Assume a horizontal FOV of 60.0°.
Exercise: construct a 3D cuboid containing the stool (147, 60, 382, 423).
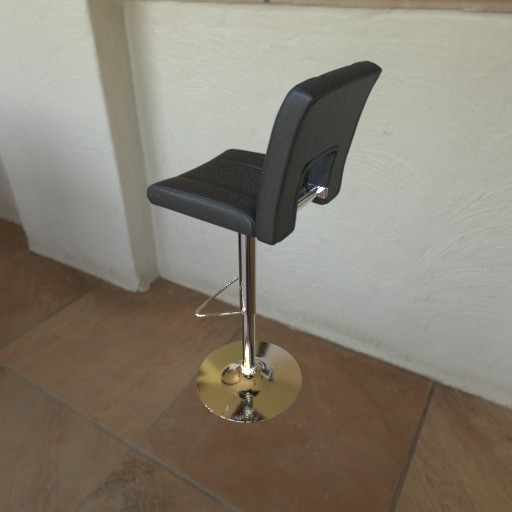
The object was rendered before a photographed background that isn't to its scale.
[{"bbox_3d":[0.000,0.000,1.407,0.520,1.151,0.415,20,37,28],"label":"stool"}]
